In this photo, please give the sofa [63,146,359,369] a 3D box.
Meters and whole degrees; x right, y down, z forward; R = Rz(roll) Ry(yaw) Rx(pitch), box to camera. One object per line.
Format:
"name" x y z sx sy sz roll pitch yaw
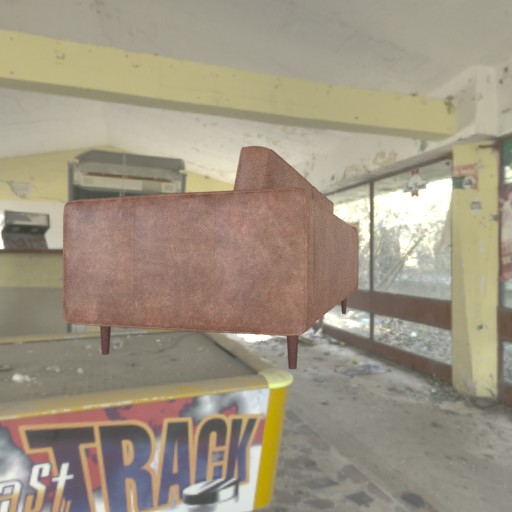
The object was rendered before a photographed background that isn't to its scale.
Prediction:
"sofa" 0.000 0.000 2.322 0.910 0.760 1.870 0 0 18
